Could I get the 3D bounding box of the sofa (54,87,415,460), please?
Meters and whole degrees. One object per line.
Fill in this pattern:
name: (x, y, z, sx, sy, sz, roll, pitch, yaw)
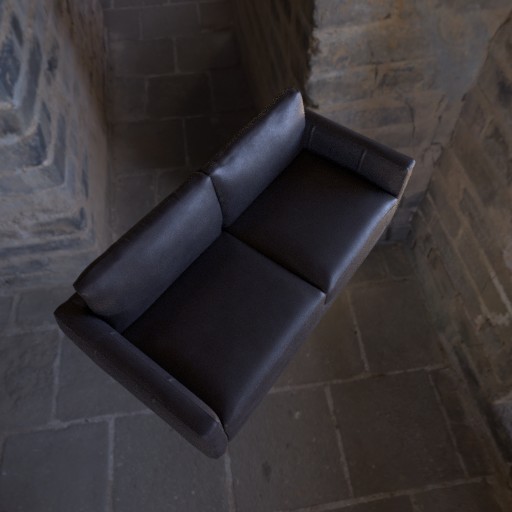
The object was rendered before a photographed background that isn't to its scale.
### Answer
sofa: (0.000, 0.000, 2.323, 0.947, 0.883, 1.805, 30, 62, 18)
